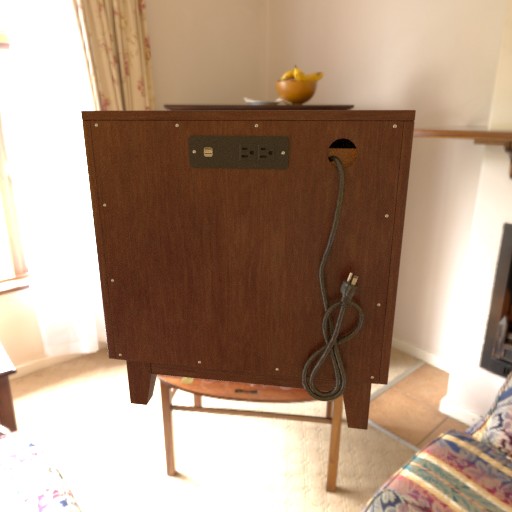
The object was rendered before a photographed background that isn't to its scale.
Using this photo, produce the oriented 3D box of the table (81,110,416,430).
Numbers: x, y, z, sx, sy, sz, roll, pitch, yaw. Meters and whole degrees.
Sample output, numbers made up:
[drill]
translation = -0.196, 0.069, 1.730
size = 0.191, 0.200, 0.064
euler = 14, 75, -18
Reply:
[table]
translation = 0.000, 0.000, 0.982
size = 0.557, 0.609, 0.449
euler = 3, 18, 9
